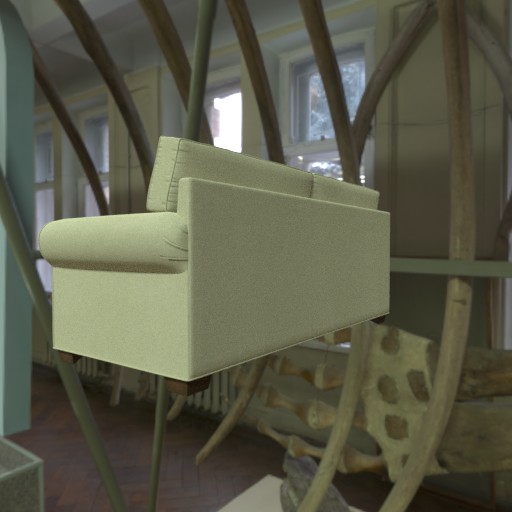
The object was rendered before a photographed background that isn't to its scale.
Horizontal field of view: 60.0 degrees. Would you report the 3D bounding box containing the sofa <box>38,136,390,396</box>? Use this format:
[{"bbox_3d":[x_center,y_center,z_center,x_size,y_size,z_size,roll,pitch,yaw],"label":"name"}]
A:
[{"bbox_3d":[0.000,0.000,2.599,0.901,0.962,2.146,1,1,36],"label":"sofa"}]
